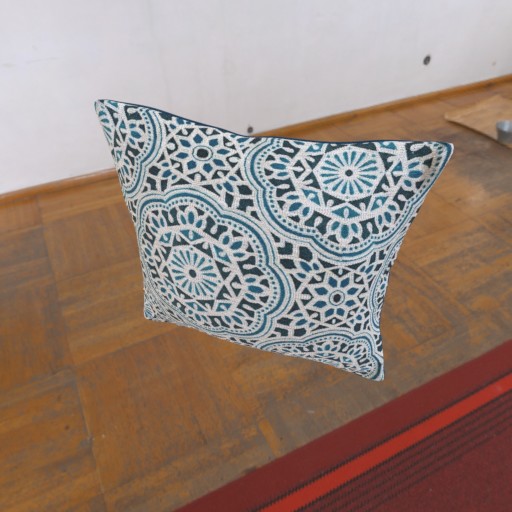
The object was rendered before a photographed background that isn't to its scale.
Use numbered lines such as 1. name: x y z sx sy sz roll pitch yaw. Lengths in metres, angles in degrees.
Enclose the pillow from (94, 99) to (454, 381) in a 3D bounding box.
1. pillow: 0.000 0.000 0.645 0.440 0.420 0.145 12 41 14
